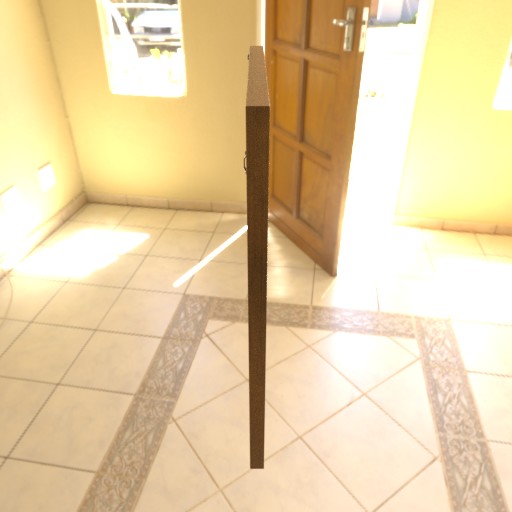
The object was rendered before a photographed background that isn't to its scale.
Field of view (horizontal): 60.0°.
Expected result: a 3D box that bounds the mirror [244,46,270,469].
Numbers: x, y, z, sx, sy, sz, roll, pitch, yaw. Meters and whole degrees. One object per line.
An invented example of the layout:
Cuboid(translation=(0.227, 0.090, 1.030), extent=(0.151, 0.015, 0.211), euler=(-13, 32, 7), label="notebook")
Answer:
Cuboid(translation=(0.000, 0.000, 1.151), extent=(0.040, 0.915, 0.609), euler=(0, 33, 0), label="mirror")
